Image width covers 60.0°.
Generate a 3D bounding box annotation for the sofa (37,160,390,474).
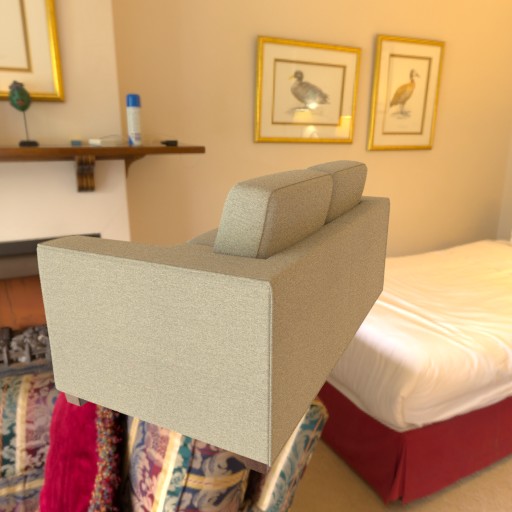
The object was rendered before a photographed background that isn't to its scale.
[{"bbox_3d":[0.000,0.000,2.294,1.007,0.924,1.812,8,18,25],"label":"sofa"}]
